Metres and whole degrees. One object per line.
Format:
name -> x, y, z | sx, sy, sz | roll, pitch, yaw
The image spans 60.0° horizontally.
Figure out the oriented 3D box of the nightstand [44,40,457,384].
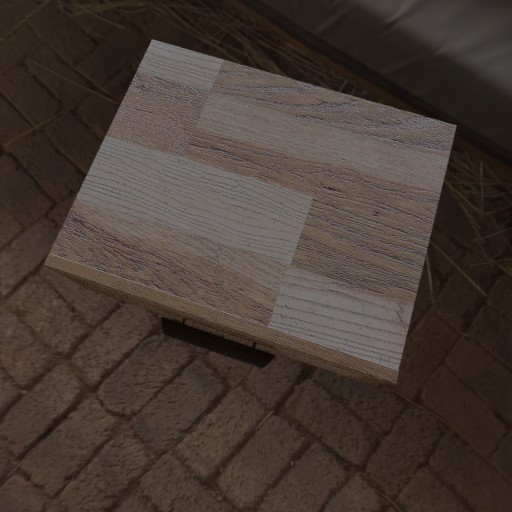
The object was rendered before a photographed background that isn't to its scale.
nightstand -> 0.000, 0.000, 1.015 | 0.558, 0.632, 0.481 | 18, 75, 5
